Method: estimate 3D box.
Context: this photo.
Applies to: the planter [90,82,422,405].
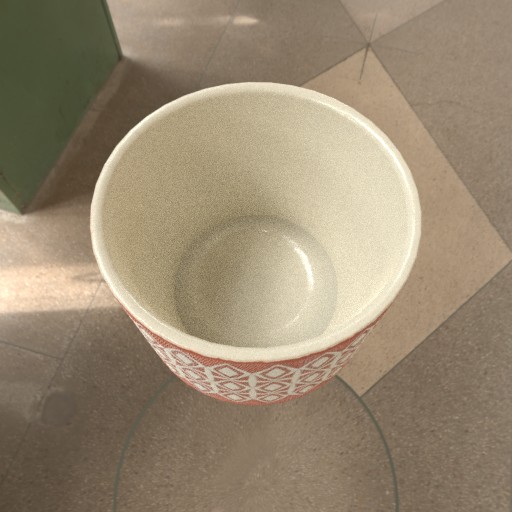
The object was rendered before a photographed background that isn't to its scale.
[{"bbox_3d":[0.000,0.000,0.324,0.192,0.148,0.192,0,63,0],"label":"planter"}]
